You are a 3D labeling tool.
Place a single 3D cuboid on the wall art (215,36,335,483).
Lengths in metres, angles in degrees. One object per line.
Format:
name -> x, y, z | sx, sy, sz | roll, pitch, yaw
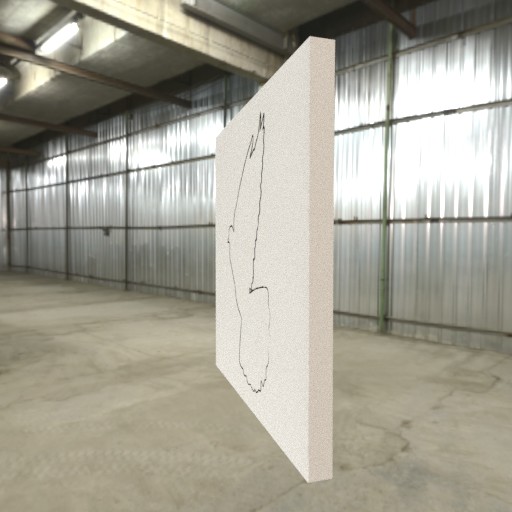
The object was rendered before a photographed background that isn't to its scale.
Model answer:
wall art -> 0.000, 0.000, 0.901 | 0.038, 0.610, 0.610 | -1, 2, -17
